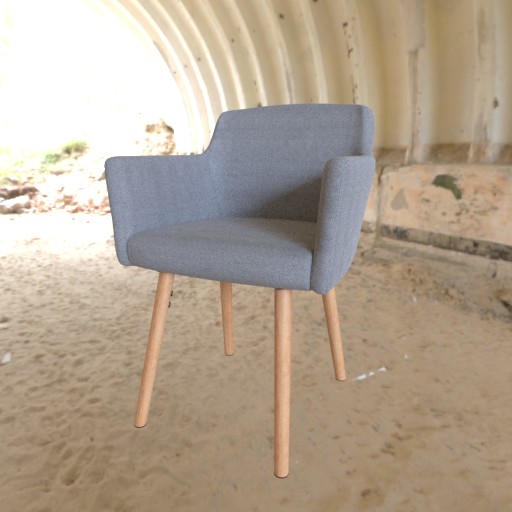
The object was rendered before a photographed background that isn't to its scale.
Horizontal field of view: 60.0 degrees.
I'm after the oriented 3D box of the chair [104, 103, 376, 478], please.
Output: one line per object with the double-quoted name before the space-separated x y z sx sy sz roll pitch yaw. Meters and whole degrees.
"chair" 0.000 0.000 1.133 0.570 0.780 0.540 6 15 26
